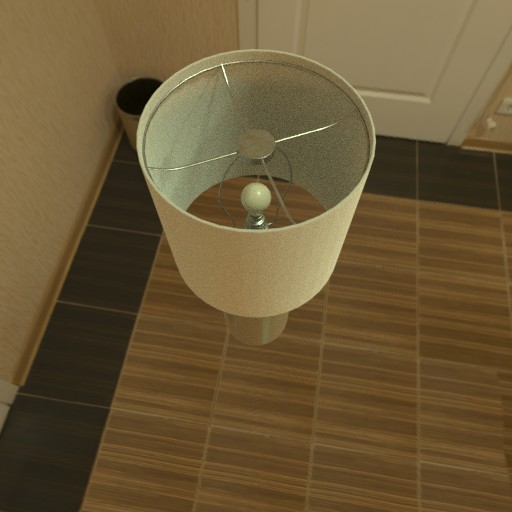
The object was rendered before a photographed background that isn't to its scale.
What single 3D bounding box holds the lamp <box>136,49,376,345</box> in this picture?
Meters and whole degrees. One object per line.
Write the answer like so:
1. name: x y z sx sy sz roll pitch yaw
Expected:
1. lamp: 0.000 0.000 0.613 0.212 0.493 0.212 -18 64 -9
